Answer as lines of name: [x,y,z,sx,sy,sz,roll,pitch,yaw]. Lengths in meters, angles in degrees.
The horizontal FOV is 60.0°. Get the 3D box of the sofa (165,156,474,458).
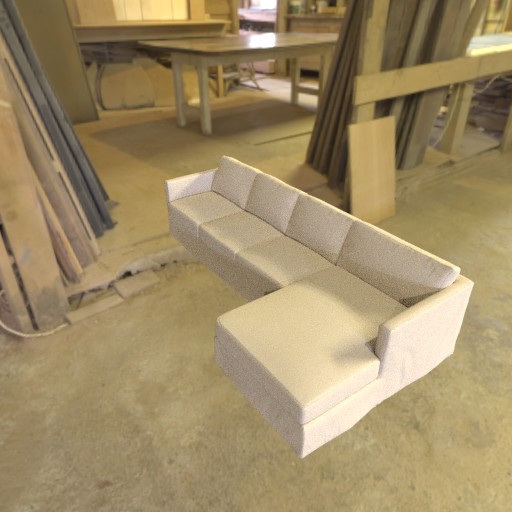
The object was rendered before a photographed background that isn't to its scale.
sofa: [0.000,0.000,4.000,1.622,0.871,3.206,-20,36,-30]
